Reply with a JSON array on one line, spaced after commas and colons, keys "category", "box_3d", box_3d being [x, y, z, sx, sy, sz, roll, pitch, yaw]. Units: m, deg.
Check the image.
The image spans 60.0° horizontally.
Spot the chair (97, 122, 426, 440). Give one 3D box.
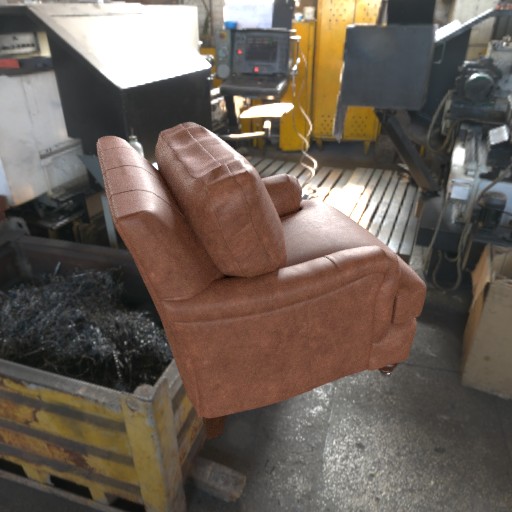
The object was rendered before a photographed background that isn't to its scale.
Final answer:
[{"category": "chair", "box_3d": [0.000, 0.000, 1.955, 1.158, 1.055, 0.986, -11, 31, -18]}]
